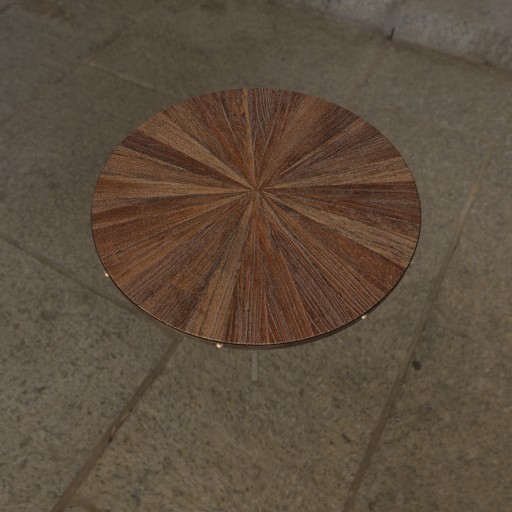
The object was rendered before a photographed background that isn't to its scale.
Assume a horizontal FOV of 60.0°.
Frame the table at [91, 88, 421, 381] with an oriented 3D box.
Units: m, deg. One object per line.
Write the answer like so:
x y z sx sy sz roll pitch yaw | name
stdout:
0.000 0.000 1.483 0.885 0.658 0.885 0 57 0 | table
